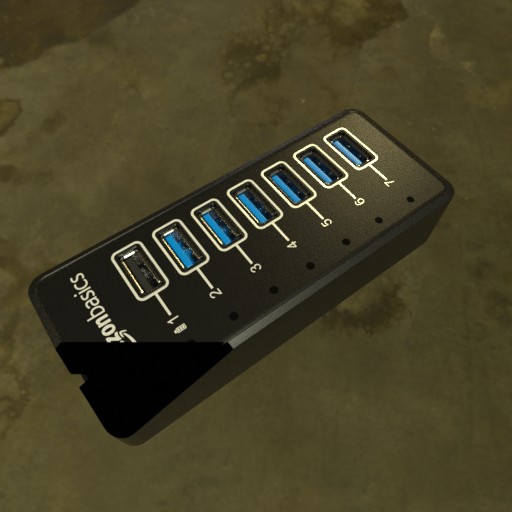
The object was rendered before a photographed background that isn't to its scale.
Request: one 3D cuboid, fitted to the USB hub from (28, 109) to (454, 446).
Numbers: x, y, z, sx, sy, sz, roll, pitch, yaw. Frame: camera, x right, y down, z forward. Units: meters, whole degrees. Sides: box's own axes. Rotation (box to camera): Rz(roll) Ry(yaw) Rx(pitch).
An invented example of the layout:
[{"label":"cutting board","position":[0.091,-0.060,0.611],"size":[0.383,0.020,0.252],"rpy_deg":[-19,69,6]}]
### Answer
[{"label":"USB hub","position":[0.000,0.000,0.125],"size":[0.110,0.023,0.044],"rpy_deg":[-32,64,-18]}]
